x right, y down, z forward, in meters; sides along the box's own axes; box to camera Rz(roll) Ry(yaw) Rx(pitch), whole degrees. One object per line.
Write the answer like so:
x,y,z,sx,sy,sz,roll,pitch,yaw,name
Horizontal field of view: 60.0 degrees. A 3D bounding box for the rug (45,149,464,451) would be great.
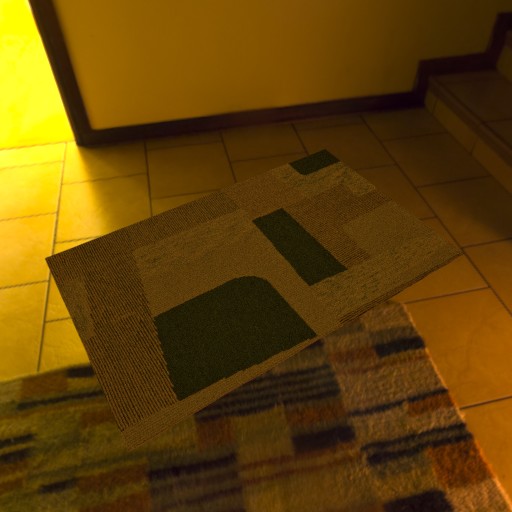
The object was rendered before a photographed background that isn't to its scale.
0.000,0.000,3.024,2.436,0.015,1.521,-25,52,-22,rug
